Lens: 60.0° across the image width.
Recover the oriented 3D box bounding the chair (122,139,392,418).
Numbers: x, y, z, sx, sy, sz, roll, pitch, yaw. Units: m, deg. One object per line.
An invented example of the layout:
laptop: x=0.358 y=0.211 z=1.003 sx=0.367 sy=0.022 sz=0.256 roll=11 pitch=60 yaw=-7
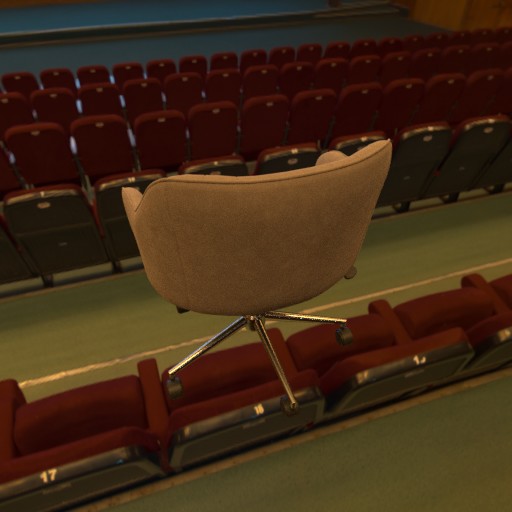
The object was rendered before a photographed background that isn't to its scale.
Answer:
chair: x=0.000 y=0.000 z=1.240 sx=0.635 sy=0.831 sz=0.573 roll=-13 pitch=43 yaw=-14
